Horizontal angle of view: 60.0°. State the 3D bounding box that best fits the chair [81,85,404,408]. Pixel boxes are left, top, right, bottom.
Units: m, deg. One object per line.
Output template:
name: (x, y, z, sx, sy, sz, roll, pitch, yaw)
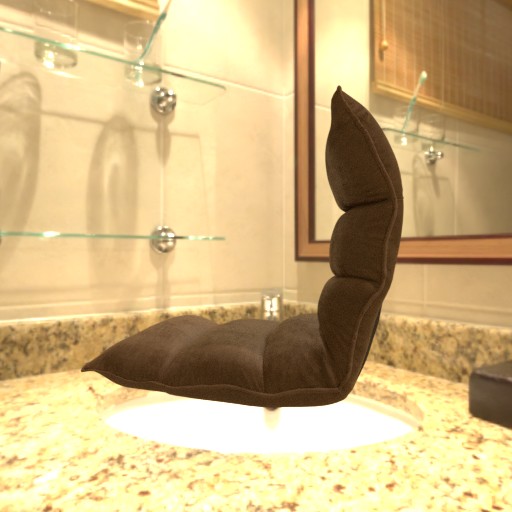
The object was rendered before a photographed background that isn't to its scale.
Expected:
chair: (0.000, 0.000, 1.582, 0.985, 0.892, 0.714, 0, 1, 17)
